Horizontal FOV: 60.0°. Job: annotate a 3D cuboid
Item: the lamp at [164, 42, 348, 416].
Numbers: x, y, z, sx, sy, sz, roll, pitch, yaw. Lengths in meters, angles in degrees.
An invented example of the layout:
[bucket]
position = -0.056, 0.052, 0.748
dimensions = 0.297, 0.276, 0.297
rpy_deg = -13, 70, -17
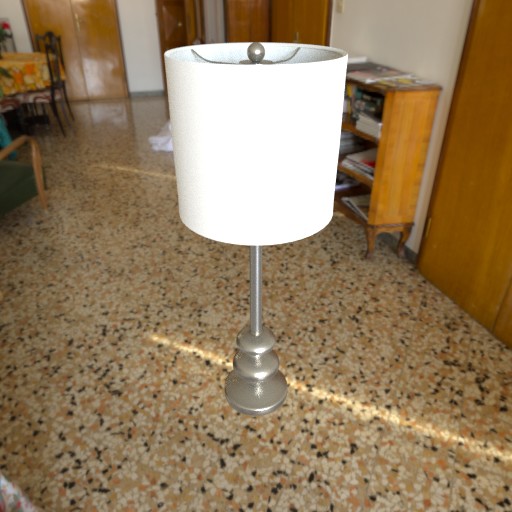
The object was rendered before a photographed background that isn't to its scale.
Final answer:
[lamp]
position = 0.000, 0.000, 0.791
dimensions = 0.254, 0.690, 0.254
rpy_deg = 20, 36, 30
